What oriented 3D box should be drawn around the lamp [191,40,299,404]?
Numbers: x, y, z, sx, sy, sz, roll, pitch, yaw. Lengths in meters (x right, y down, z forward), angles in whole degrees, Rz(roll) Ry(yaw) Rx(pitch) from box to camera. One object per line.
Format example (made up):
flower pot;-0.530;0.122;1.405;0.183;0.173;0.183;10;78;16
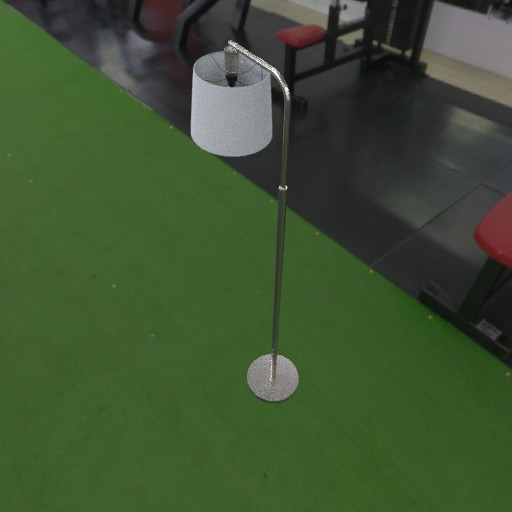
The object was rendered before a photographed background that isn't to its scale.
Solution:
lamp;0.000;0.000;1.658;0.254;1.478;0.508;-29;52;-25
